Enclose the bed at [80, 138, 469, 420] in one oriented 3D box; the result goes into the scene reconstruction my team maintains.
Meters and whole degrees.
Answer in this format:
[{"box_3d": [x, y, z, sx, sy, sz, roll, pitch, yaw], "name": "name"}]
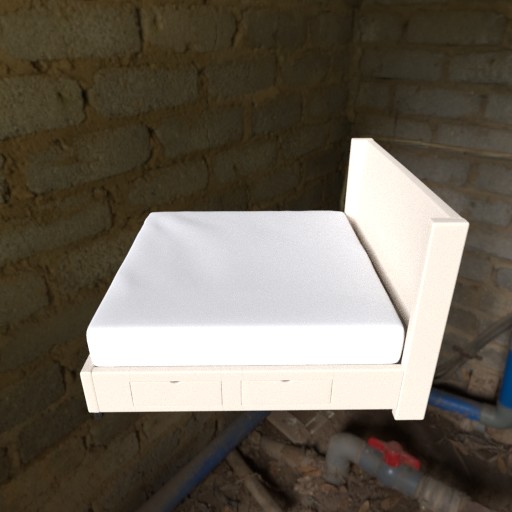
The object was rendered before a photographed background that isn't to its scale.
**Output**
[{"box_3d": [0.000, 0.000, 3.651, 2.293, 1.471, 2.145, 0, 27, -1], "name": "bed"}]
